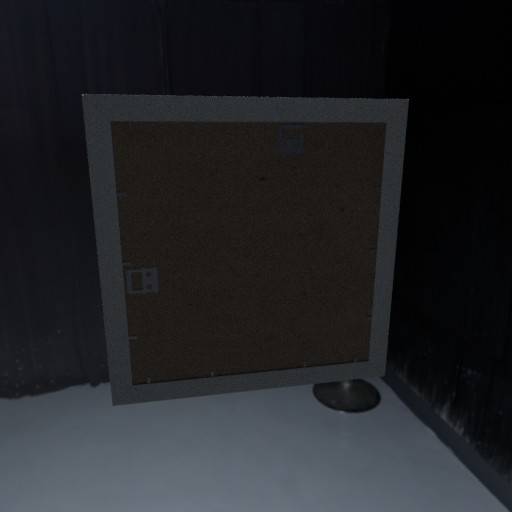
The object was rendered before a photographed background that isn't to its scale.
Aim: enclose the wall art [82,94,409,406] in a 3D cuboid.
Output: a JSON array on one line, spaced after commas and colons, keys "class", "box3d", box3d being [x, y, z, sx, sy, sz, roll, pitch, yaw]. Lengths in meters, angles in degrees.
[{"class": "wall art", "box3d": [0.000, 0.000, 0.867, 0.584, 0.584, 0.013, -3, 16, -11]}]
